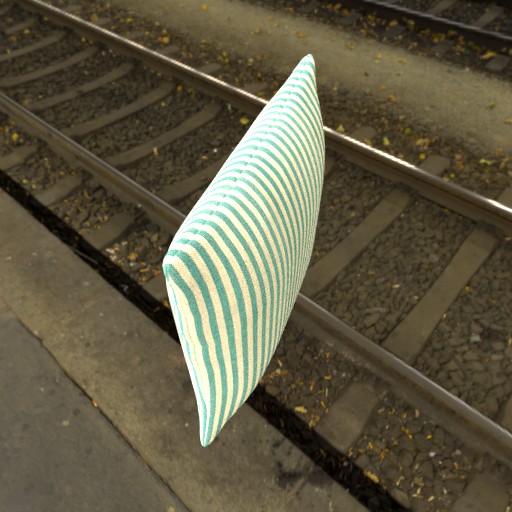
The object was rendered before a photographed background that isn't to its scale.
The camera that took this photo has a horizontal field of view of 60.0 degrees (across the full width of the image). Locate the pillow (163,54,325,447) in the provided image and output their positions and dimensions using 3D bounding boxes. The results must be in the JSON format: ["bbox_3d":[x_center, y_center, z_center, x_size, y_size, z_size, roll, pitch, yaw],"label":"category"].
[{"bbox_3d":[0.000,0.000,0.784,0.166,0.510,0.523,15,49,14],"label":"pillow"}]
